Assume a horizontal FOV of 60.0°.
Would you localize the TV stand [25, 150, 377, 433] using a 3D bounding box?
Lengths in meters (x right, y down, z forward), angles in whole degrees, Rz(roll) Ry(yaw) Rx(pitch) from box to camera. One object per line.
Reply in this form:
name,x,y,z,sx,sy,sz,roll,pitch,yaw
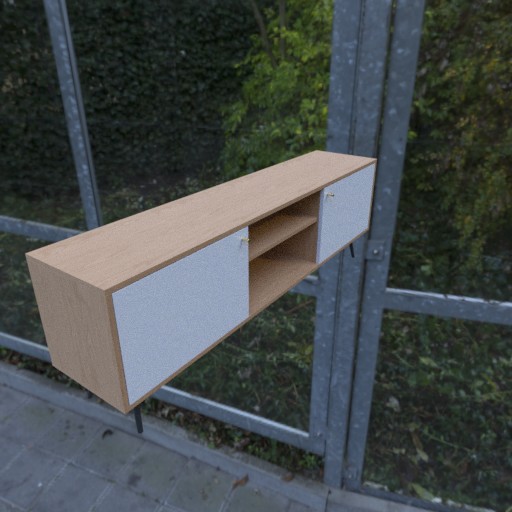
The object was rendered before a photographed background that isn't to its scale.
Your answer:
TV stand,0.000,0.000,1.964,0.400,0.580,1.760,17,30,32
